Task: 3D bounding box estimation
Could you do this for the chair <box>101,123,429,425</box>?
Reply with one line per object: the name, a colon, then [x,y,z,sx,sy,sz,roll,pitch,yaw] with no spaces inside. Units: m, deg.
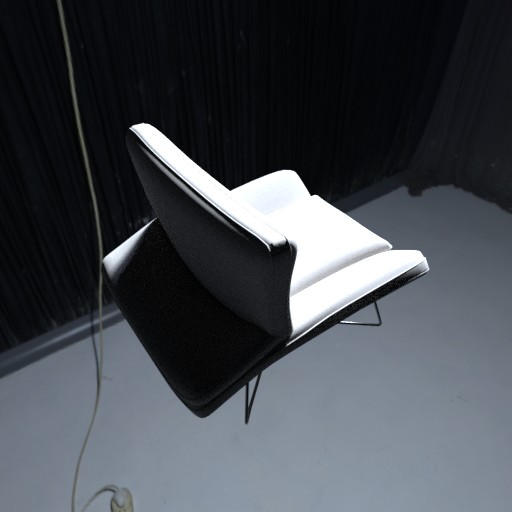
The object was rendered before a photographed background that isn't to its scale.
chair: [0.000,0.000,1.660,1.008,0.855,0.859,-24,45,-26]
